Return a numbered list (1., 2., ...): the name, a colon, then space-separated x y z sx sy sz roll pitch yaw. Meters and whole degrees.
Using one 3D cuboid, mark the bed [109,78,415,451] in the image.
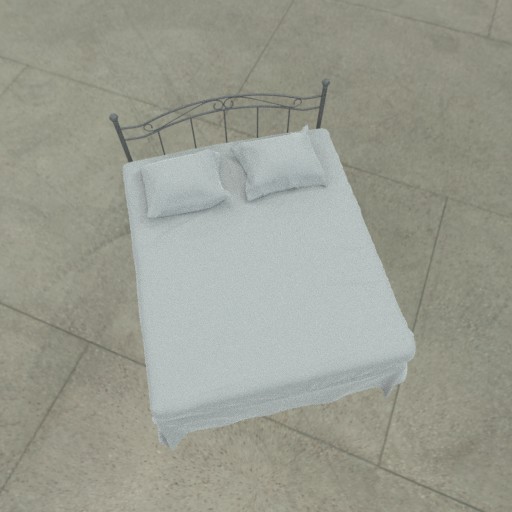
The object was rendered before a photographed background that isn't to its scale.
1. bed: 0.000 0.000 3.227 1.936 1.080 2.215 -12 63 -6
